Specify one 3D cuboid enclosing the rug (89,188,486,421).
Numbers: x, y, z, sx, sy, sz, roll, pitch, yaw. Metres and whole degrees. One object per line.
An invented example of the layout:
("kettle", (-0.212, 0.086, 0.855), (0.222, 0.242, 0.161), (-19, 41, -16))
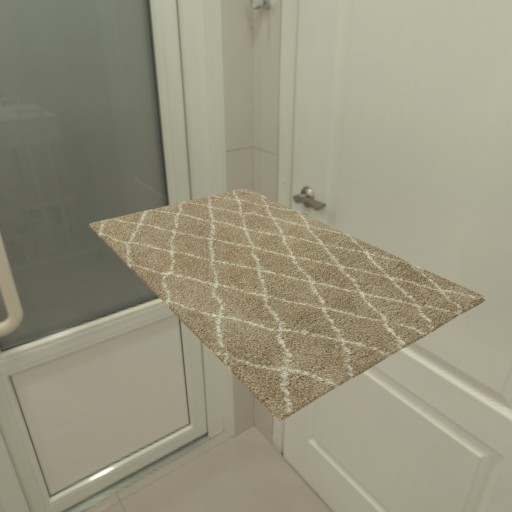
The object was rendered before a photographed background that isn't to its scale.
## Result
("rug", (0.000, 0.000, 3.034), (1.524, 0.030, 2.438), (-18, 32, -31))
